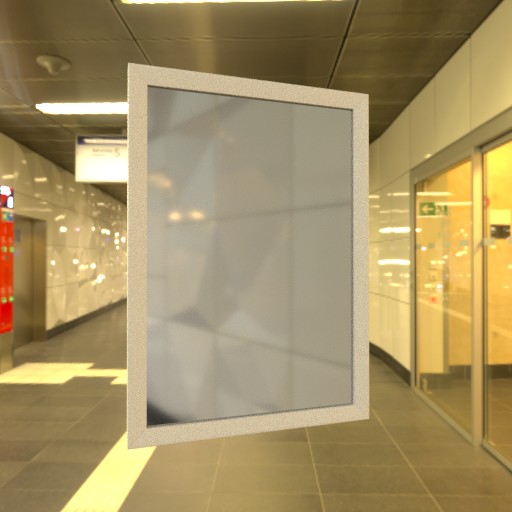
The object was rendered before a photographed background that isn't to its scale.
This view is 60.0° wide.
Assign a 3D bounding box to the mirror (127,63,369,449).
[{"bbox_3d":[0.000,0.000,0.910,0.507,0.710,0.040,0,0,-18],"label":"mirror"}]
